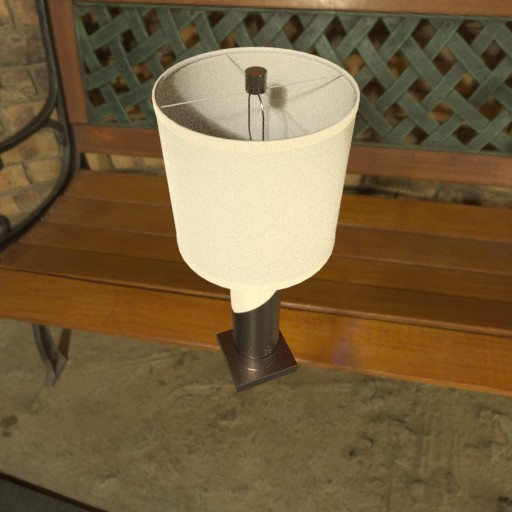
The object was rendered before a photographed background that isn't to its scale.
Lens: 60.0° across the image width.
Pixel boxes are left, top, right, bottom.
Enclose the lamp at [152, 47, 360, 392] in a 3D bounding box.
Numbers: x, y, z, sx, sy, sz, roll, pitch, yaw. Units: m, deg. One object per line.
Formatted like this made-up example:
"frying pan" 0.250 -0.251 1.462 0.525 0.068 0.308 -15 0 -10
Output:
"lamp" 0.000 0.000 0.607 0.202 0.509 0.202 -16 48 -15
